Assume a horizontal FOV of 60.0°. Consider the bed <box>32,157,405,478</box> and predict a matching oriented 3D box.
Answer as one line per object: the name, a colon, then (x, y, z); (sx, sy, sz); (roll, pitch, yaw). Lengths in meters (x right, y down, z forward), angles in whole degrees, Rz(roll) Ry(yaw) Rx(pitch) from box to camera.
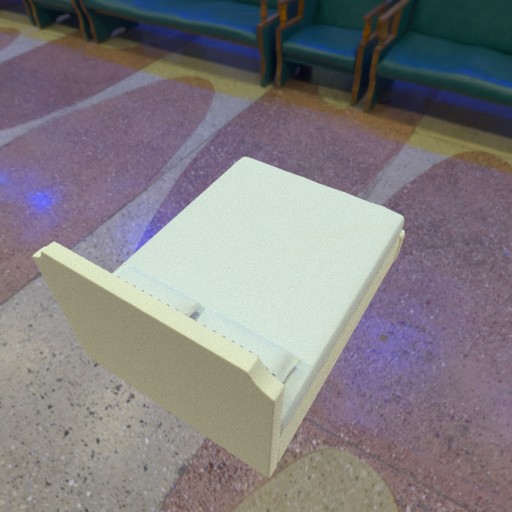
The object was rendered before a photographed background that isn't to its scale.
bed: (0.000, 0.000, 3.419); (1.703, 1.415, 2.329); (25, 52, 21)
